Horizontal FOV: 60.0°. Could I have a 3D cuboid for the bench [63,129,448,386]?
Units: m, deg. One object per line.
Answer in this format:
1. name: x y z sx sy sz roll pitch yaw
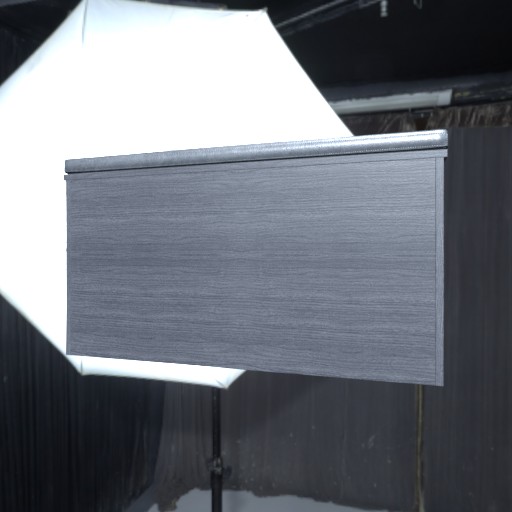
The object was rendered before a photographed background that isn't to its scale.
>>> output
1. bench: 0.000 0.000 1.179 0.905 0.501 0.401 0 0 18
